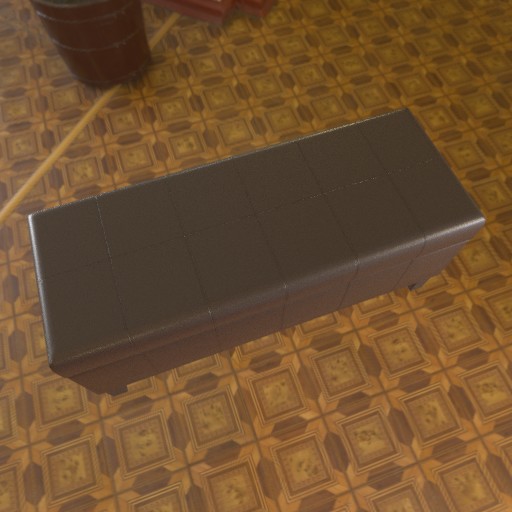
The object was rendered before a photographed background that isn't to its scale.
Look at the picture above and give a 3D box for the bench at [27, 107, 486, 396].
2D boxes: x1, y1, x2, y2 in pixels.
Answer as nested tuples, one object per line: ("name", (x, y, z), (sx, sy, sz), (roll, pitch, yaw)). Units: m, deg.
("bench", (0.000, 0.000, 1.301), (1.092, 0.457, 0.429), (-18, 64, -9))
